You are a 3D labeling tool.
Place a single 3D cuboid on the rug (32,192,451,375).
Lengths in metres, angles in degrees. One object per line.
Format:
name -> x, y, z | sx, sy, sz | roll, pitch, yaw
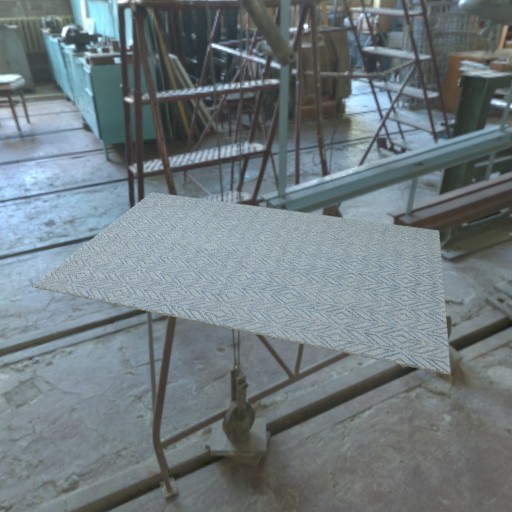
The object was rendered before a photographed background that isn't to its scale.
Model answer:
rug -> 0.000, 0.000, 3.062 | 2.441, 0.008, 1.526 | 9, 33, 15
